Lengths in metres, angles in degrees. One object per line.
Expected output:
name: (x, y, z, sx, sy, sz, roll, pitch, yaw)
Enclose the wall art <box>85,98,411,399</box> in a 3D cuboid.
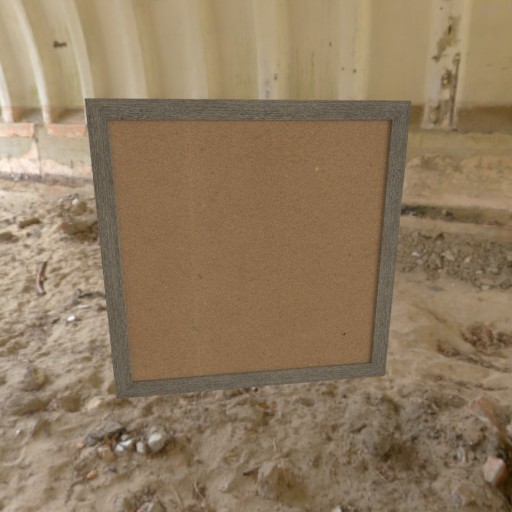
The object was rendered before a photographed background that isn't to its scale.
wall art: (0.000, 0.000, 1.029, 0.685, 0.685, 0.020, -3, 17, -8)
